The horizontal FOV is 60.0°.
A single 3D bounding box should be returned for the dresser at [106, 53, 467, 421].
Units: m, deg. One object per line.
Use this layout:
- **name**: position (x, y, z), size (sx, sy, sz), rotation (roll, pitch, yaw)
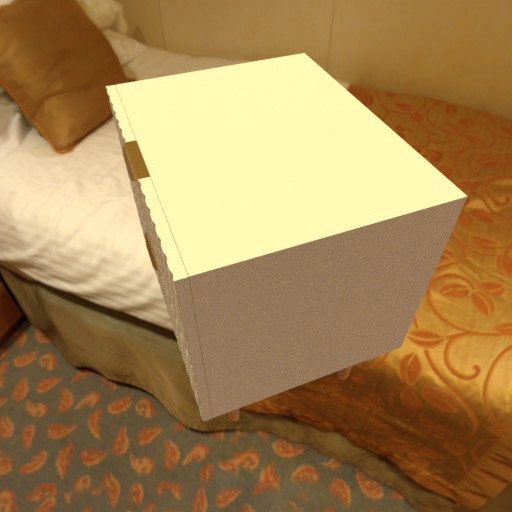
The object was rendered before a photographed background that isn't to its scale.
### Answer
- **dresser**: position (0.000, 0.000, 0.910), size (0.414, 0.568, 0.503), rotation (-16, 49, -15)
